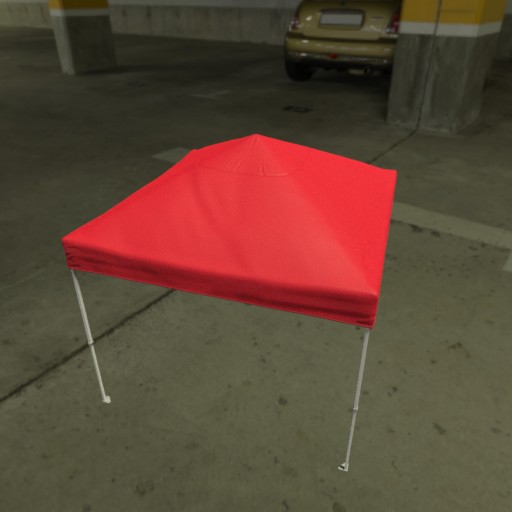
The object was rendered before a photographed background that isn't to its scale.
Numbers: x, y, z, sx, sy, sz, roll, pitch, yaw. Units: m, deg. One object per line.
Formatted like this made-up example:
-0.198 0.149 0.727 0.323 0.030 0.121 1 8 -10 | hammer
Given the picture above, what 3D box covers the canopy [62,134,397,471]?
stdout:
0.000 0.000 5.450 2.996 2.997 2.998 9 32 15 | canopy
